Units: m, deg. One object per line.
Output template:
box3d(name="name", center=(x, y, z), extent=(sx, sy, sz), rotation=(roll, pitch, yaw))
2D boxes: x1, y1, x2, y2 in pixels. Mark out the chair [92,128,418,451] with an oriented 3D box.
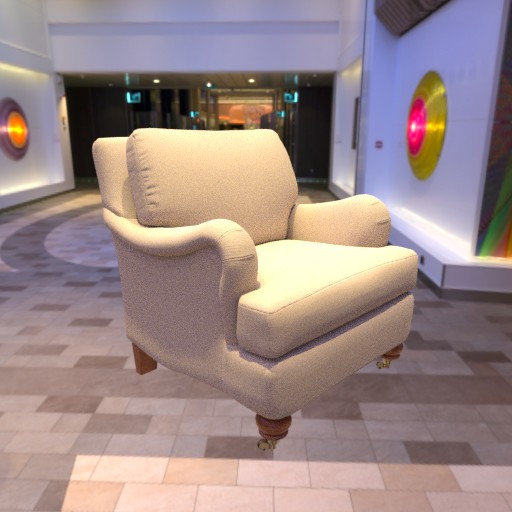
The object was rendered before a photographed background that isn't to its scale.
box3d(name="chair", center=(0.000, 0.000, 1.877), extent=(0.955, 1.038, 1.070), rotation=(-15, 21, -43))
